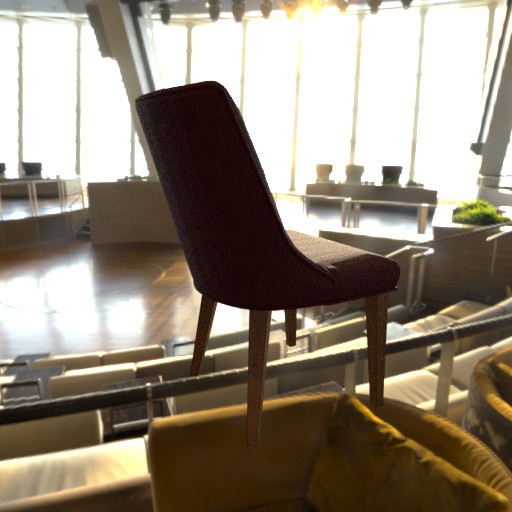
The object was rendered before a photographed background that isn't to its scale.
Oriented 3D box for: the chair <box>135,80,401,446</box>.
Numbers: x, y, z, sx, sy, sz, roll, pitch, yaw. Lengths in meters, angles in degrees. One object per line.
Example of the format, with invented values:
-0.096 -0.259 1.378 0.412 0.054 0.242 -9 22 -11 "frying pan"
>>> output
0.000 0.000 1.321 0.638 0.916 0.548 -8 16 -28 "chair"
